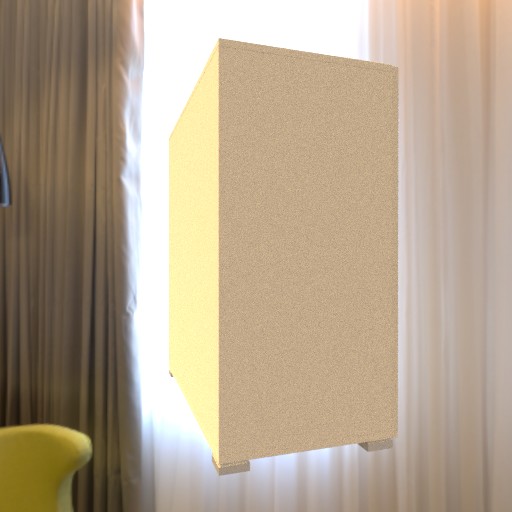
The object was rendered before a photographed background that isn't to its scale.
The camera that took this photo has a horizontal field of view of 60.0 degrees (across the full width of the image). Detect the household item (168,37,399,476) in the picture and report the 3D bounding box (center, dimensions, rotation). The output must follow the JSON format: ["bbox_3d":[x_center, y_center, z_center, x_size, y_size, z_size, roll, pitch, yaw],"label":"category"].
[{"bbox_3d":[0.000,0.000,1.324,0.420,0.870,0.800,0,0,-18],"label":"household item"}]
